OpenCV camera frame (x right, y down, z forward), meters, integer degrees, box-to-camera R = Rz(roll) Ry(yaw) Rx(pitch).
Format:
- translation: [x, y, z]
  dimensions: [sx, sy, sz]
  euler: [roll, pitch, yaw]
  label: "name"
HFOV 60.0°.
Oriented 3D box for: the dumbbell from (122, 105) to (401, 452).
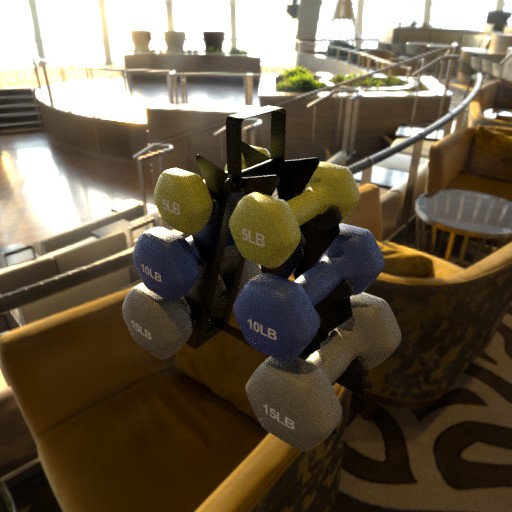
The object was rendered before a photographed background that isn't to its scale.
- translation: [0.000, 0.000, 0.673]
  dimensions: [0.416, 0.426, 0.261]
  euler: [22, 36, 33]
  label: "dumbbell"
